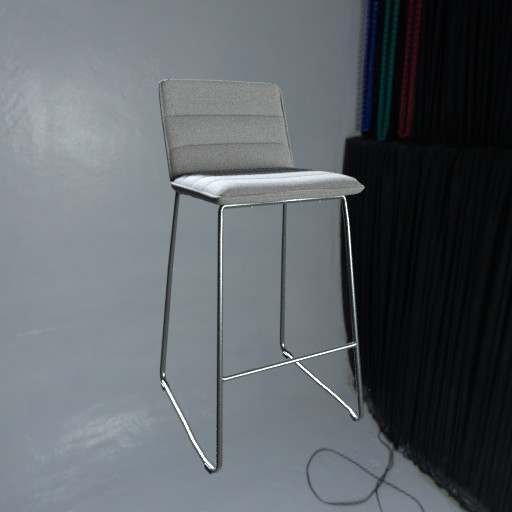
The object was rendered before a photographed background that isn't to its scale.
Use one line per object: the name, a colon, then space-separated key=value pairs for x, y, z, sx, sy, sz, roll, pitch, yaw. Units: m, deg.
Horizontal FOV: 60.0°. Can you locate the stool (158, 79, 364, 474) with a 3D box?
stool: x=0.000 y=0.000 z=1.254 sx=0.490 sy=0.960 sz=0.490 roll=-8 pitch=19 yaw=-25
